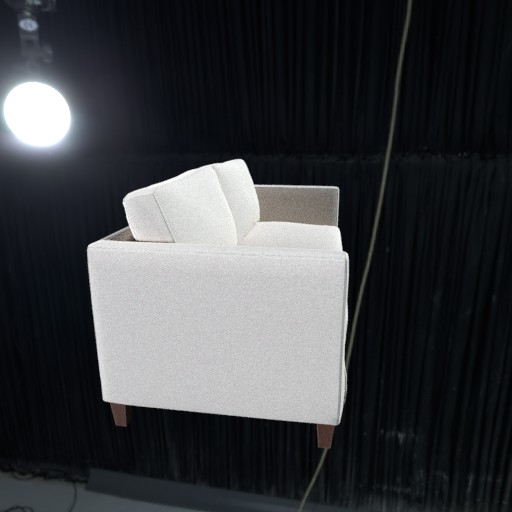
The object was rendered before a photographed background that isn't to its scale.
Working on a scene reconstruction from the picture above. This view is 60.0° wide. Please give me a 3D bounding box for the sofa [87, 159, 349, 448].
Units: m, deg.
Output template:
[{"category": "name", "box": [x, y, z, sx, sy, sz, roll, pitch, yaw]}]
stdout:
[{"category": "sofa", "box": [0.000, 0.000, 2.234, 0.873, 0.888, 1.722, 3, 16, 9]}]
